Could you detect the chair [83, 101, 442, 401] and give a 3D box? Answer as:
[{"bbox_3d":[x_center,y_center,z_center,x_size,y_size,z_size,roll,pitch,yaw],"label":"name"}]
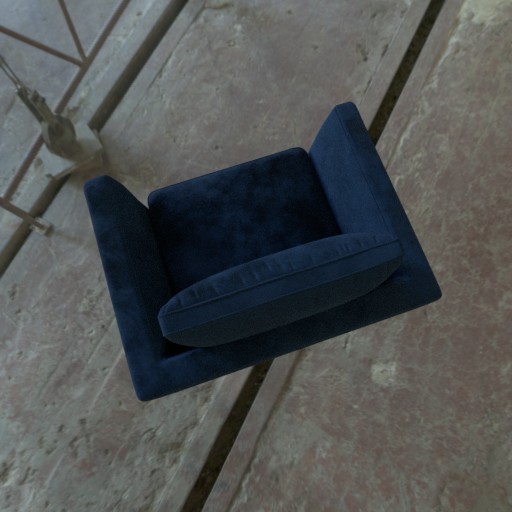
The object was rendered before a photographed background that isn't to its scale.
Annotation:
[{"bbox_3d":[0.000,0.000,1.620,0.977,0.893,0.746,-18,75,-5],"label":"chair"}]
